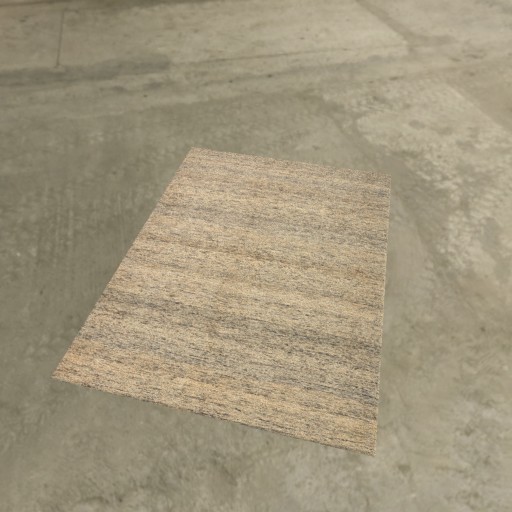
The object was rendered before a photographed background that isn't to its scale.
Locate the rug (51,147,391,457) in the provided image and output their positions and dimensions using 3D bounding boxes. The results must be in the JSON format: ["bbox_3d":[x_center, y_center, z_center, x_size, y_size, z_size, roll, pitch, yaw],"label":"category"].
[{"bbox_3d":[0.000,0.000,4.214,2.414,0.036,3.199,10,48,9],"label":"rug"}]
